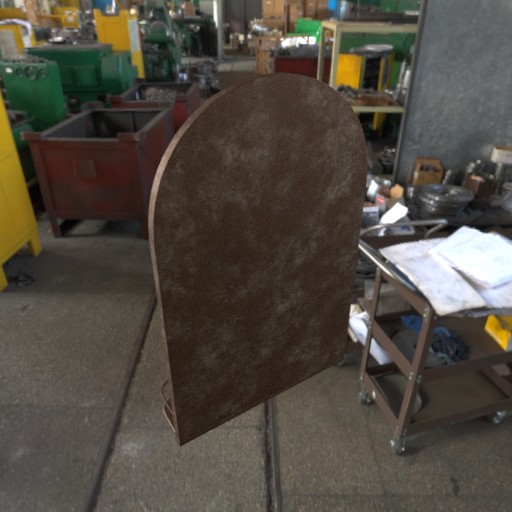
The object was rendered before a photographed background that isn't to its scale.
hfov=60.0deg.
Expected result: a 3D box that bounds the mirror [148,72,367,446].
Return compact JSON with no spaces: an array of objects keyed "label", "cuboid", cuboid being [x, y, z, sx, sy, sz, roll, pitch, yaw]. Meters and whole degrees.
[{"label":"mirror","cuboid":[0.000,0.000,0.988,0.510,0.770,0.137,-18,34,-29]}]
